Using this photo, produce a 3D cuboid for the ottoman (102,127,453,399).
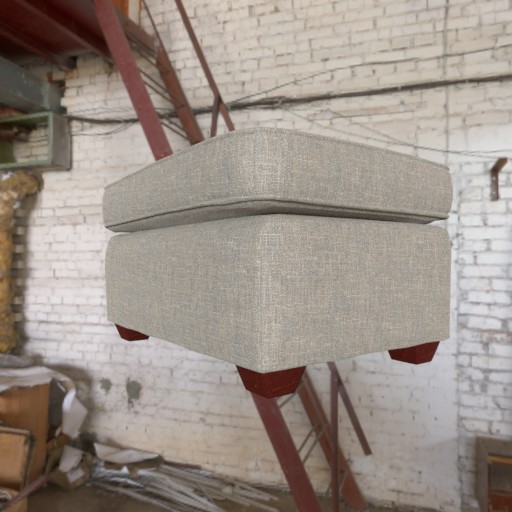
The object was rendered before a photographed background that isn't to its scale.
[{"bbox_3d":[0.000,0.000,1.095,0.559,0.457,0.762,0,-1,-36],"label":"ottoman"}]
